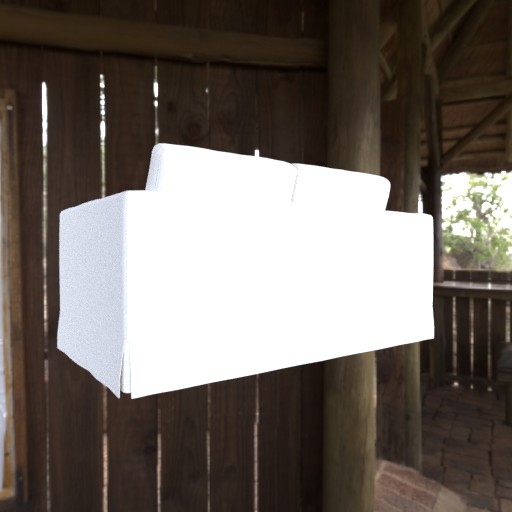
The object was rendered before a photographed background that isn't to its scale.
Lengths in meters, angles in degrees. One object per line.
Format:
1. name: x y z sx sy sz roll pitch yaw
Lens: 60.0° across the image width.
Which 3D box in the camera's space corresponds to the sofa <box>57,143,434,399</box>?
1. sofa: 0.000 0.000 2.393 1.813 0.932 1.009 -1 1 -36
